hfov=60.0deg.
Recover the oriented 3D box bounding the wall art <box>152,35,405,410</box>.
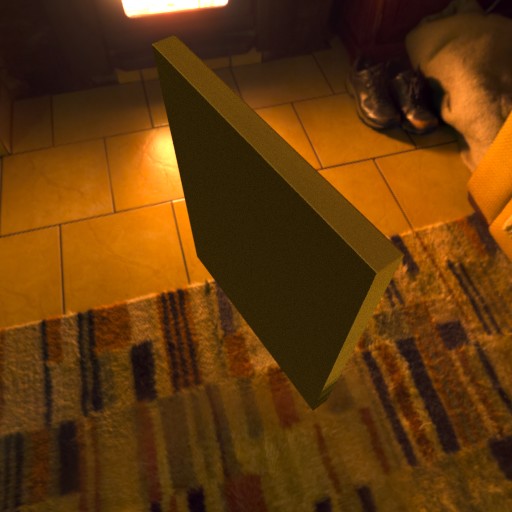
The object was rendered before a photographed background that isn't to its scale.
[{"bbox_3d":[0.000,0.000,0.828,0.040,0.608,0.489,-31,63,-18],"label":"wall art"}]
